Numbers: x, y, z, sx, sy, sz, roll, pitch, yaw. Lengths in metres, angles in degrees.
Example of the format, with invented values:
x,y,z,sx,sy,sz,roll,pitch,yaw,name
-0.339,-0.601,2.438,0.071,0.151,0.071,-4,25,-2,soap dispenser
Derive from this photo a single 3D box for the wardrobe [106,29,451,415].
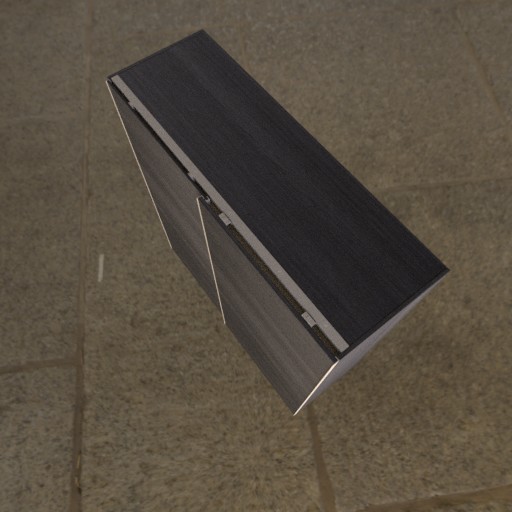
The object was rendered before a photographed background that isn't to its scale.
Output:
x,y,z,sx,sy,sz,roll,pitch,yaw,name
0.000,0.000,2.894,0.629,1.960,1.780,-34,70,-15,wardrobe
